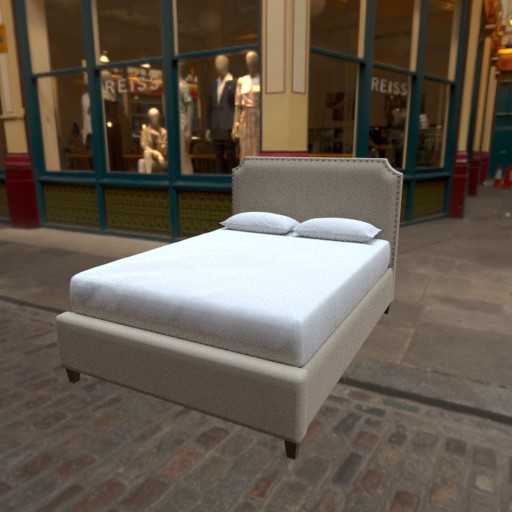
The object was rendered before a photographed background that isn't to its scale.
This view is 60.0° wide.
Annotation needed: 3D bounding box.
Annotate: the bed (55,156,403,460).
[{"bbox_3d":[0.000,0.000,3.388,1.703,1.415,2.329,7,16,27],"label":"bed"}]
